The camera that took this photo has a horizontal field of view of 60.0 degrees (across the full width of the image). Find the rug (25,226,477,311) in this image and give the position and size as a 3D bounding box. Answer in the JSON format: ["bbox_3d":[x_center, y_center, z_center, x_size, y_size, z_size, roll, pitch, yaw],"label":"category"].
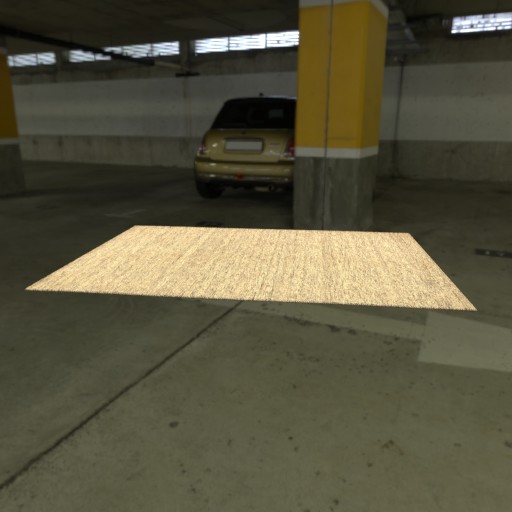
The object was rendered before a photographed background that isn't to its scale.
[{"bbox_3d":[0.000,0.000,2.952,2.283,0.013,1.547,2,17,7],"label":"rug"}]
